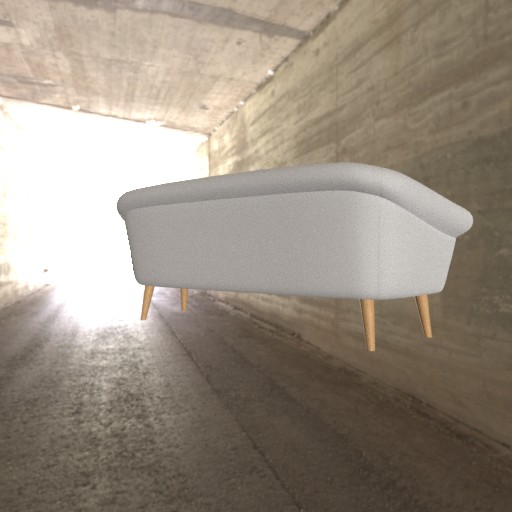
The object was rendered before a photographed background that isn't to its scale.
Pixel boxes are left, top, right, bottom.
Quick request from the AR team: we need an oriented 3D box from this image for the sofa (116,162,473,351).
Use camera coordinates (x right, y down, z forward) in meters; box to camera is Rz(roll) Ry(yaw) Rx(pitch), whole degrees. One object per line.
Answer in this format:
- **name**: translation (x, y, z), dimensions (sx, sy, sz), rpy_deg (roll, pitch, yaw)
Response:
- **sofa**: translation (0.000, 0.000, 2.562), dimensions (2.160, 0.795, 0.827), rpy_deg (0, 0, 36)
